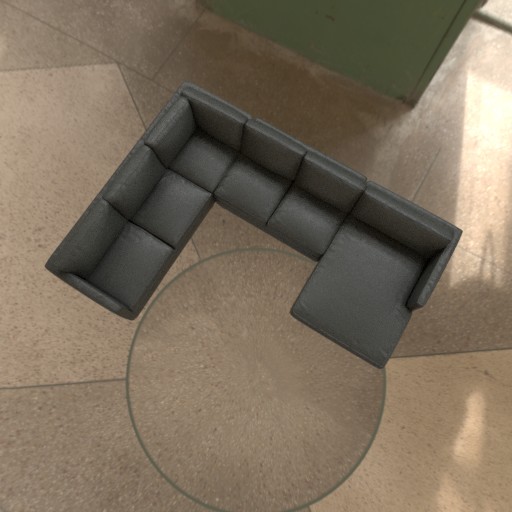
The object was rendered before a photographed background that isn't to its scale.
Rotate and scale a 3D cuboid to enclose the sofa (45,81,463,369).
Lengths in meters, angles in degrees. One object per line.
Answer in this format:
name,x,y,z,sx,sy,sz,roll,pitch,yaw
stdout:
sofa,0.000,0.000,4.733,3.460,0.923,2.593,31,77,8
